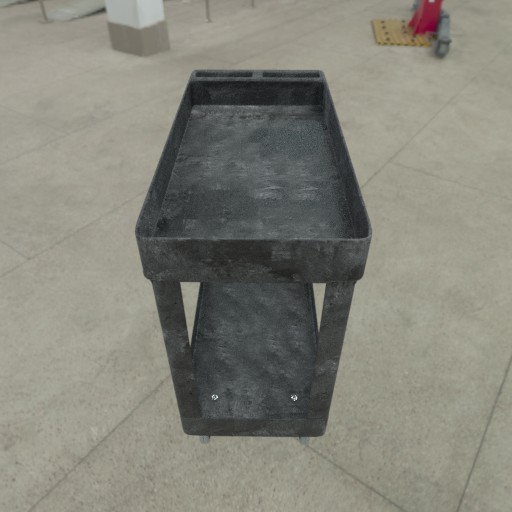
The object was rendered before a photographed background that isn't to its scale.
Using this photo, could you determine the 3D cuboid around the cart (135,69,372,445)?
[{"bbox_3d":[0.000,0.000,1.352,0.420,0.824,0.877,0,41,1],"label":"cart"}]
